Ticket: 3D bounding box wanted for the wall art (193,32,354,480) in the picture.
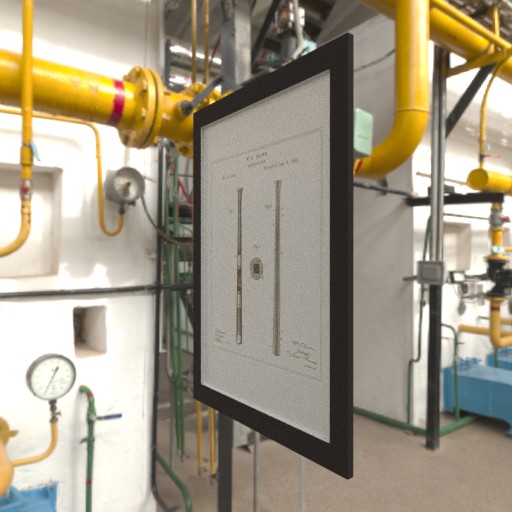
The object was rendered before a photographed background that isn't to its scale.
[{"bbox_3d":[0.000,0.000,0.675,0.012,0.529,0.374,0,0,-37],"label":"wall art"}]
